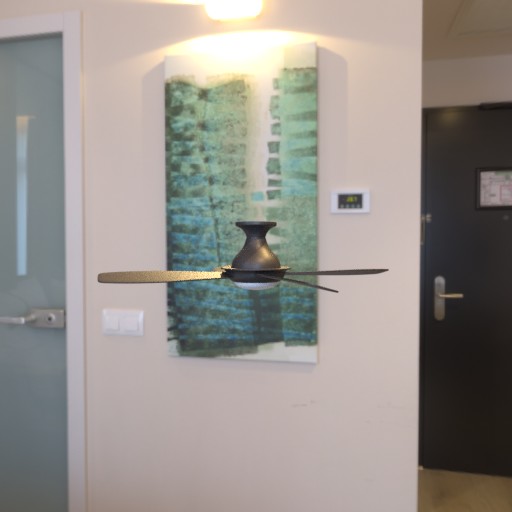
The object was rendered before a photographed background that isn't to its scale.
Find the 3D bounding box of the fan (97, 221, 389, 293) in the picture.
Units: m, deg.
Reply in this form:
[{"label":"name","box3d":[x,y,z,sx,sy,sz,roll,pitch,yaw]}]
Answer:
[{"label":"fan","box3d":[0.000,0.000,2.512,1.694,0.382,1.694,0,2,-18]}]
